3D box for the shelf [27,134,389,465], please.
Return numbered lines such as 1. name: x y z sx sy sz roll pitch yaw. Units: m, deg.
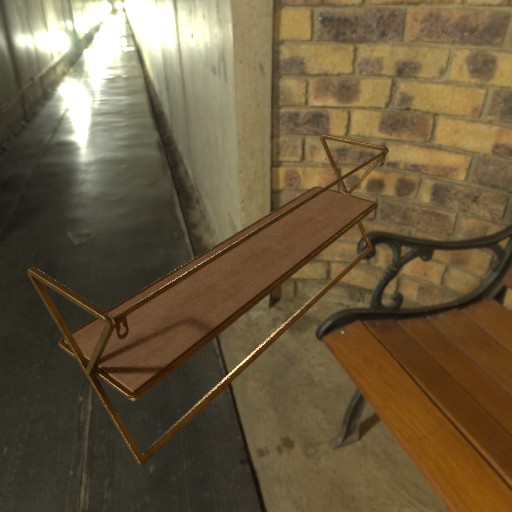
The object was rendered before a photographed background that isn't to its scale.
1. shelf: 0.000 0.000 0.730 0.150 0.229 0.645 22 38 31
